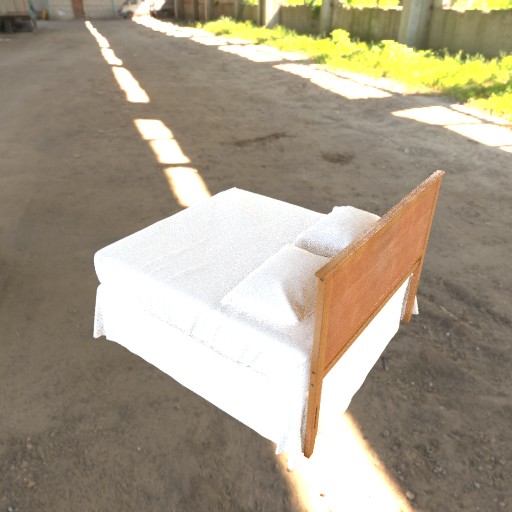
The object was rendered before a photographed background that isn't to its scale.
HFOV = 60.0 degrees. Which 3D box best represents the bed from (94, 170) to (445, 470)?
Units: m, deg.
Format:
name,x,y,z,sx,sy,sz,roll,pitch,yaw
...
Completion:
name,x,y,z,sx,sy,sz,roll,pitch,yaw
bed,0.000,0.000,3.296,2.035,1.273,1.870,21,36,31
